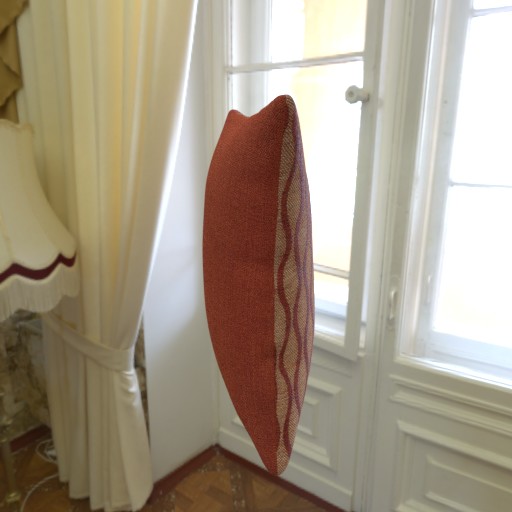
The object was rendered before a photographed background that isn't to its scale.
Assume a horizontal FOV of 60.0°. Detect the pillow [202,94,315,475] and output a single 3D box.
[{"bbox_3d":[0.000,0.000,0.664,0.159,0.434,0.429,-3,16,-10],"label":"pillow"}]
